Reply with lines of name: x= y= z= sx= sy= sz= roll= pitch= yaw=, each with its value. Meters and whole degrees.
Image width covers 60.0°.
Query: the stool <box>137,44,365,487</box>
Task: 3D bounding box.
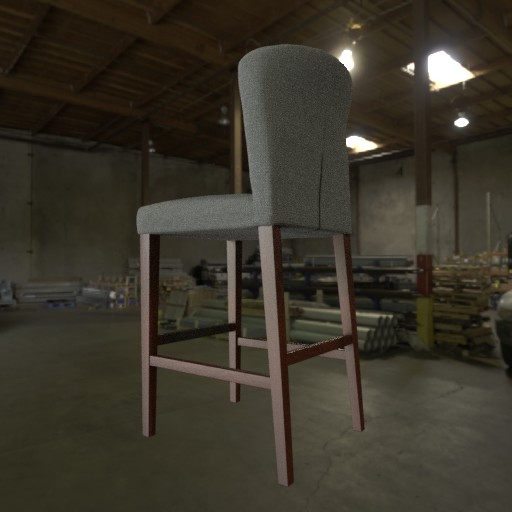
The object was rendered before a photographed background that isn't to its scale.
stool: x=0.000 y=0.000 z=1.352 sx=0.568 sy=1.069 sz=0.486 roll=-1 pitch=-1 yaw=36
